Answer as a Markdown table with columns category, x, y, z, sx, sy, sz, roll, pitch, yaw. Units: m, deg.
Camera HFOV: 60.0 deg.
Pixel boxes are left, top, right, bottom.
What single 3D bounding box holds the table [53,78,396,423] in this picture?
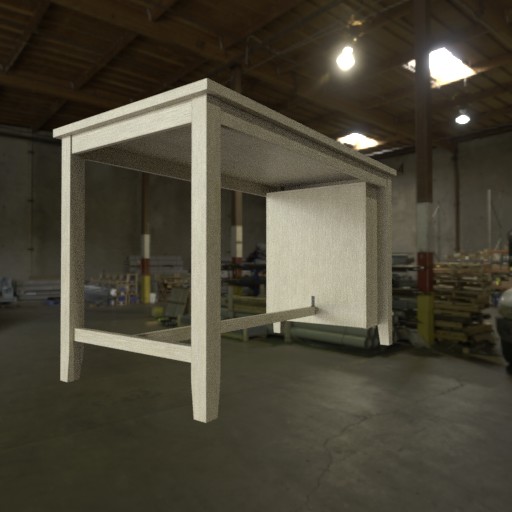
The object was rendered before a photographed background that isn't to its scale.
| category | x | y | z | sx | sy | sz | roll | pitch | yaw |
| --- | --- | --- | --- | --- | --- | --- | --- | --- | --- |
| table | 0.000 | 0.000 | 1.887 | 0.729 | 0.874 | 1.397 | -1 | -1 | 37 |
